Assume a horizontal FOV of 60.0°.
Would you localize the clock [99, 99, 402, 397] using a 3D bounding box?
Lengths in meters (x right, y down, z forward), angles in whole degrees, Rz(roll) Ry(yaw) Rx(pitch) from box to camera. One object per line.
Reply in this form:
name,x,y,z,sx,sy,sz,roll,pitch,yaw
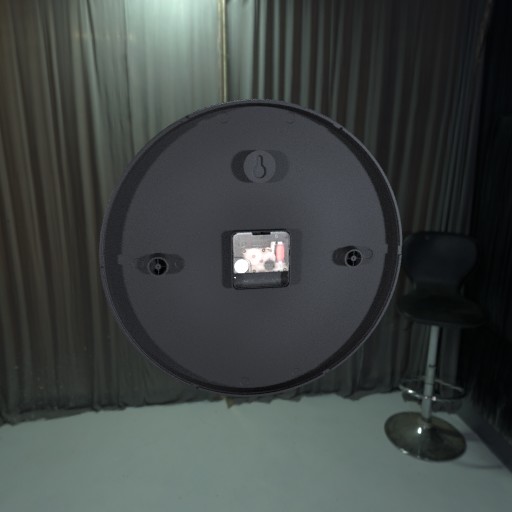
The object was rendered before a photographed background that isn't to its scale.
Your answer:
clock,0.000,0.000,0.440,0.293,0.293,0.040,-2,14,-9
